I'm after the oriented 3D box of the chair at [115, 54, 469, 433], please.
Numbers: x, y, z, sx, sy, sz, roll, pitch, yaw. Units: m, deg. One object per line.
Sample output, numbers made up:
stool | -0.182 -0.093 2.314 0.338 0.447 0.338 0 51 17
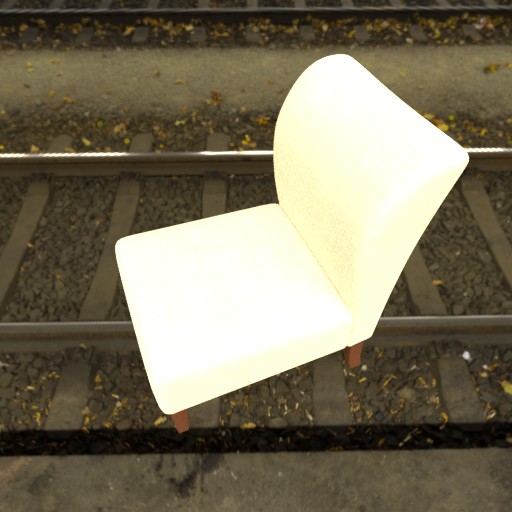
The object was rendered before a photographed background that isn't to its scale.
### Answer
chair | 0.000 0.000 1.258 0.754 0.833 0.521 -17 51 -15
